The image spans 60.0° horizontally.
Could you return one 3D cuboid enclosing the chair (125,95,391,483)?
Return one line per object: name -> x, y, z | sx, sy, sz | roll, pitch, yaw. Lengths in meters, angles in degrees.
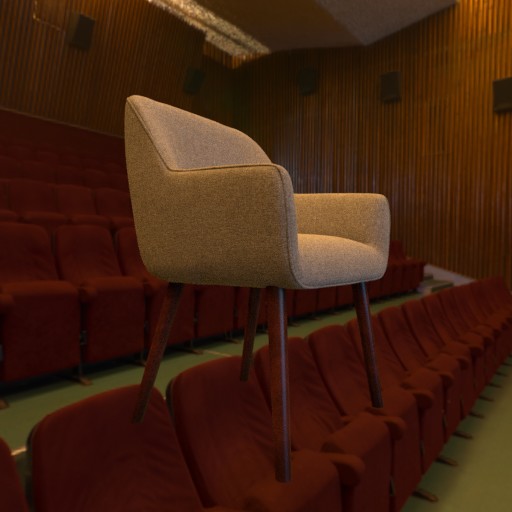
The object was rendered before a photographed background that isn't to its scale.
chair -> 0.000, 0.000, 1.127 | 0.519, 0.803, 0.543 | 0, 1, 36
